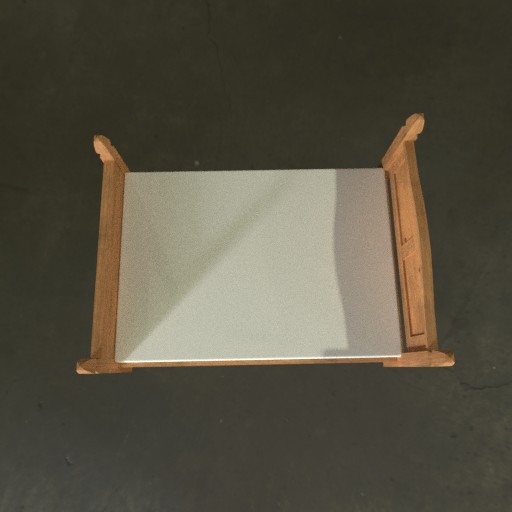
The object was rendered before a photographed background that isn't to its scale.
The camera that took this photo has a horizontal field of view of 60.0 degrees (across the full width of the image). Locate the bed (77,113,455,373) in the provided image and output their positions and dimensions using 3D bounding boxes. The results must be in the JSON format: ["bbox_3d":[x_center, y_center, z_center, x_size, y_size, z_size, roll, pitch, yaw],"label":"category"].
[{"bbox_3d":[0.000,0.000,2.983,2.069,1.100,1.490,-1,76,0],"label":"bed"}]
